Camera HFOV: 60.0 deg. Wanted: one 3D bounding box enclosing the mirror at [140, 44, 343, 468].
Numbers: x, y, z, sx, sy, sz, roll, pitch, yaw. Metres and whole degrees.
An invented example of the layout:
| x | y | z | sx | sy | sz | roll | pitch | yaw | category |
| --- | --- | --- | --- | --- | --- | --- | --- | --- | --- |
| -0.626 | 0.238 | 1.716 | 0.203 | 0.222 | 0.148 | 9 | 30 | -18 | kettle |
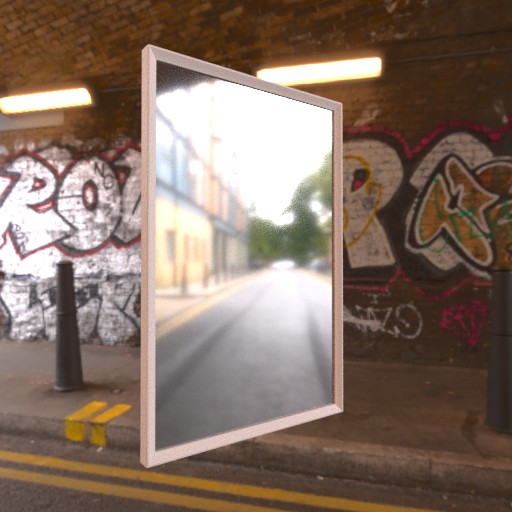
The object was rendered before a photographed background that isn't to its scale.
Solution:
| x | y | z | sx | sy | sz | roll | pitch | yaw | category |
| --- | --- | --- | --- | --- | --- | --- | --- | --- | --- |
| 0.000 | 0.000 | 1.151 | 0.609 | 0.915 | 0.041 | 1 | -1 | -36 | mirror |
